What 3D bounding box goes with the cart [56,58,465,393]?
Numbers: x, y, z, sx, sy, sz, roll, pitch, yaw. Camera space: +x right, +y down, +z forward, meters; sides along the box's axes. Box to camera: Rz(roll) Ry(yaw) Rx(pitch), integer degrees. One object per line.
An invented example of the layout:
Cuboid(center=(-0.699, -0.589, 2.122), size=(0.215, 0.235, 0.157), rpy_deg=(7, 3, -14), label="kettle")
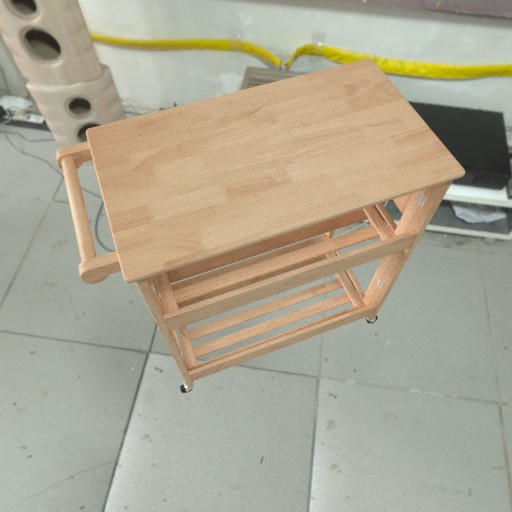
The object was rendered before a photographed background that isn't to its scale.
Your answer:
Cuboid(center=(0.000, 0.000, 1.364), size=(0.853, 0.879, 0.432), rpy_deg=(-18, 60, -11), label="cart")
